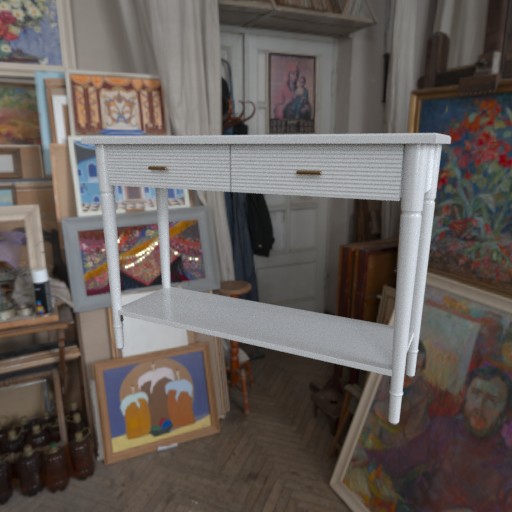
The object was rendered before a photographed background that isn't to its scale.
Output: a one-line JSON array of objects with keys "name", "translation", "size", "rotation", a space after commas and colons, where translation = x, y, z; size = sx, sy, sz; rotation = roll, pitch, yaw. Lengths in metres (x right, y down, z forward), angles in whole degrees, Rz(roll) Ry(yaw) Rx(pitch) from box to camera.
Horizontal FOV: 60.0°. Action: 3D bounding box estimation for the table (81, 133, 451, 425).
[{"name": "table", "translation": [0.000, 0.000, 1.438], "size": [1.067, 0.749, 0.381], "rotation": [7, 16, 26]}]
